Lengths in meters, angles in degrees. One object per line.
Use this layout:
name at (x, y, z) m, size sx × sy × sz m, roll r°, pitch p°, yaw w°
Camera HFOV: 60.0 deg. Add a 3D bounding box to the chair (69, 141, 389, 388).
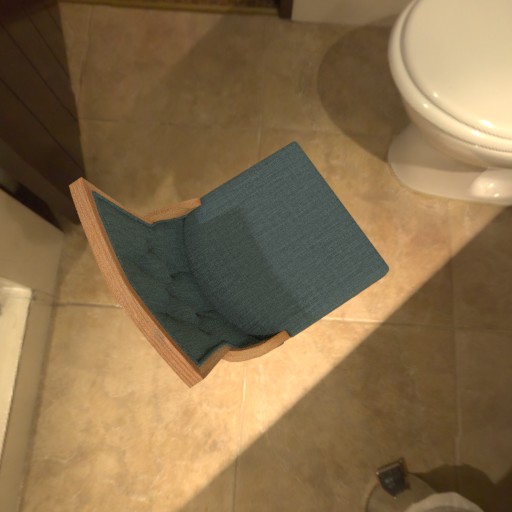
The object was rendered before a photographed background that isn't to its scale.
chair at (0.000, 0.000, 1.314) m, size 0.641 × 0.947 × 0.524 m, roll -33°, pitch 79°, yaw -7°
